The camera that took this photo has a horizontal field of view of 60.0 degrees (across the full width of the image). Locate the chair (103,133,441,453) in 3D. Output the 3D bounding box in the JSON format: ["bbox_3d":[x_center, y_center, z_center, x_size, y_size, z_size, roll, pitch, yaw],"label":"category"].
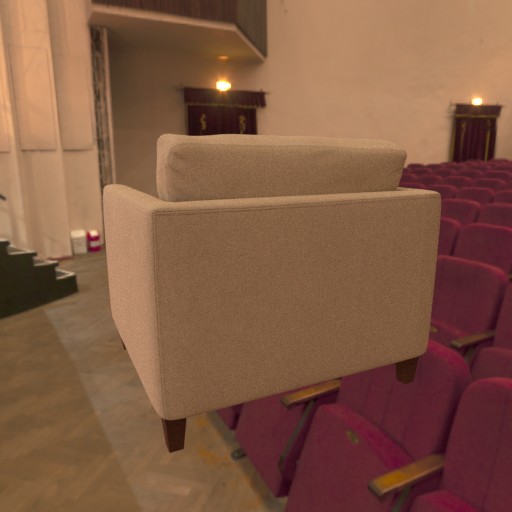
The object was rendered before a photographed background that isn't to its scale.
[{"bbox_3d":[0.000,0.000,1.854,1.107,0.961,0.959,-6,15,-25],"label":"chair"}]
